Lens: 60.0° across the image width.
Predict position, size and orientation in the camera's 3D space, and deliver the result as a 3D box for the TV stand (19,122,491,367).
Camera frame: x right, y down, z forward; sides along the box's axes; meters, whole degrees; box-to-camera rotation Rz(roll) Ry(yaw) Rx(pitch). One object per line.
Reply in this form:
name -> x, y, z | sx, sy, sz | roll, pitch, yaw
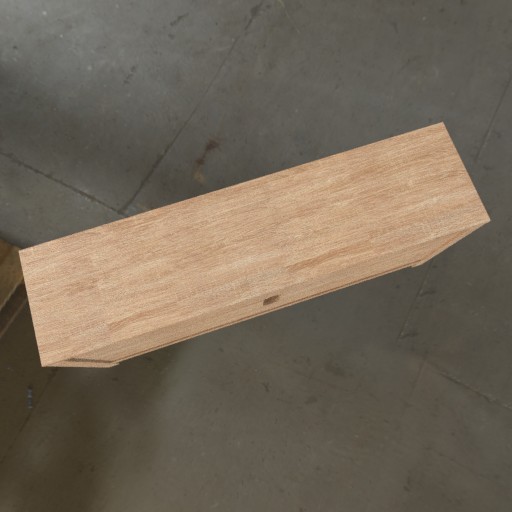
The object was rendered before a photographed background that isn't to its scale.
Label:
TV stand -> 0.000, 0.000, 1.712 | 1.466, 0.610, 0.398 | -18, 76, -4
